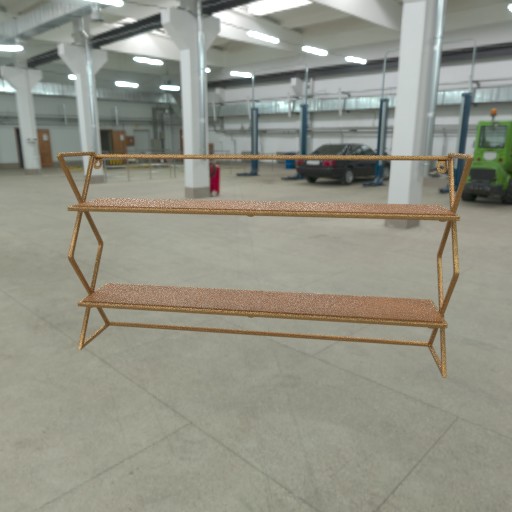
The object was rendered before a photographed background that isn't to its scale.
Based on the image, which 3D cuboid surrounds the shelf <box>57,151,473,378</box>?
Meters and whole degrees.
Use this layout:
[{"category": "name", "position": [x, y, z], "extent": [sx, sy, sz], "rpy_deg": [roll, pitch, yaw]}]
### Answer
[{"category": "shelf", "position": [0.000, 0.000, 0.992], "extent": [0.822, 0.450, 0.150], "rpy_deg": [2, 15, 9]}]
